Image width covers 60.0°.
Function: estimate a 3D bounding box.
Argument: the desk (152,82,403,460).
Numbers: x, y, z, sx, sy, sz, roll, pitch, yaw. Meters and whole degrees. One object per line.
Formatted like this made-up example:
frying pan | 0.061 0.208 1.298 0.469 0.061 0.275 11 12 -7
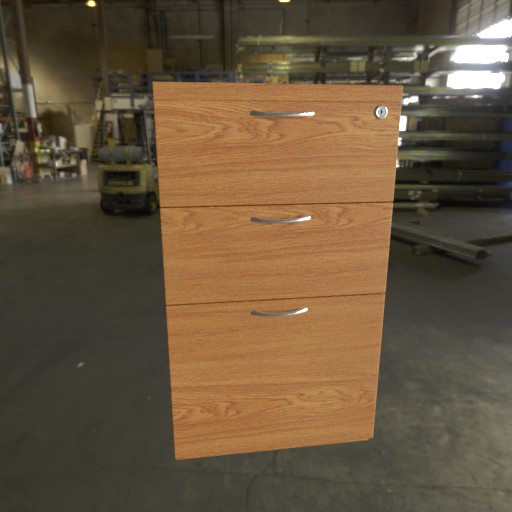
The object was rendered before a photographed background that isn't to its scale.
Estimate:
desk | 0.000 0.000 1.075 0.404 0.730 0.600 -2 16 -8
